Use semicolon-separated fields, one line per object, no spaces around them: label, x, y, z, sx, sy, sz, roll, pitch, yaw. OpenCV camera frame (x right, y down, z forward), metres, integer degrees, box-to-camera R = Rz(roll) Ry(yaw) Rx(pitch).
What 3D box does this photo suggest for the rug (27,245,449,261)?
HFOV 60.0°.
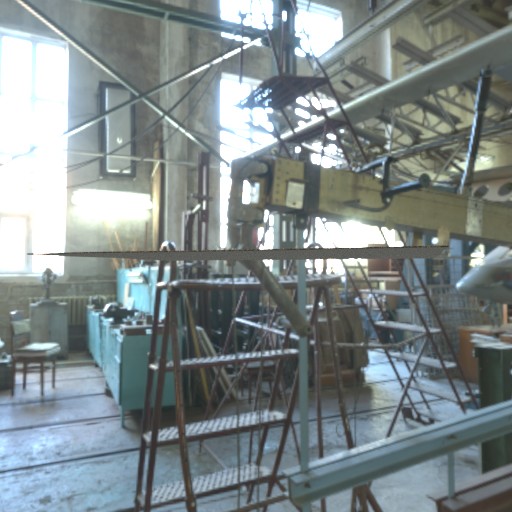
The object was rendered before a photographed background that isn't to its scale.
rug;0.000;0.000;5.342;4.093;0.020;2.997;-1;-2;20
